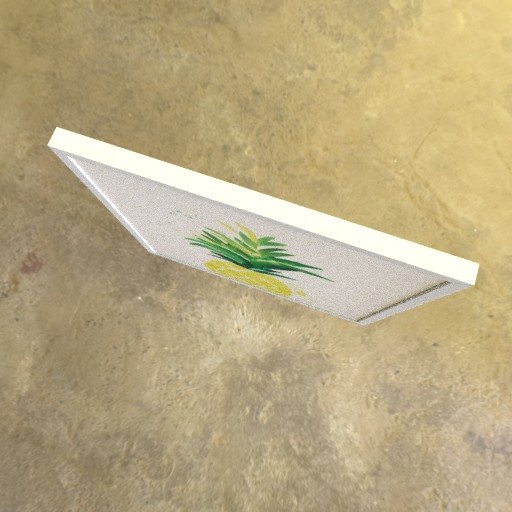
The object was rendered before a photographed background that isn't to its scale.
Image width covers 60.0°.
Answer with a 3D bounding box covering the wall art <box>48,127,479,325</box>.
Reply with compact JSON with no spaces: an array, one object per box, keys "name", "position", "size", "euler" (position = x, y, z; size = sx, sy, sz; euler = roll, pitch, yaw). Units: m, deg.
[{"name":"wall art","position":[0.000,0.000,1.123],"size":[0.763,0.761,0.038],"euler":[19,77,4]}]
